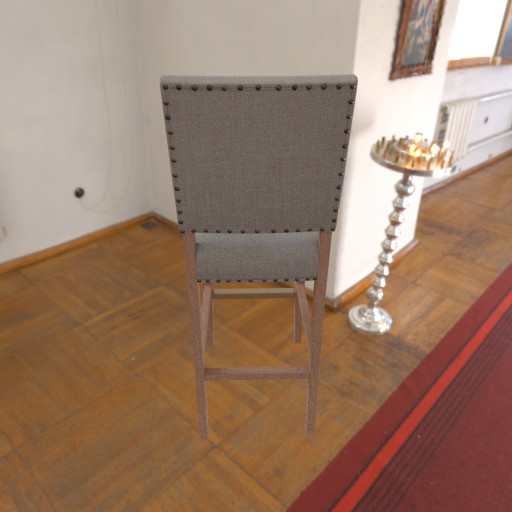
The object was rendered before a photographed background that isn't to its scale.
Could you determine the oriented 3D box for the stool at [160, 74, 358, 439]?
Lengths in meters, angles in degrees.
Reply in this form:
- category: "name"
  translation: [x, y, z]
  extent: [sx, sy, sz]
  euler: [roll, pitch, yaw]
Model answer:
- category: "stool"
  translation: [0.000, 0.000, 1.492]
  extent: [0.445, 1.203, 0.585]
  euler: [-1, 30, -1]
